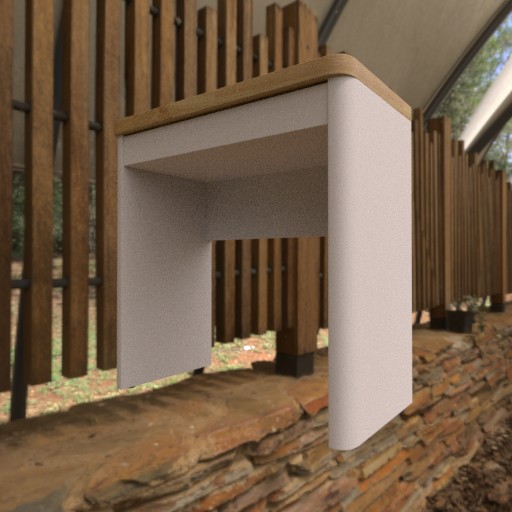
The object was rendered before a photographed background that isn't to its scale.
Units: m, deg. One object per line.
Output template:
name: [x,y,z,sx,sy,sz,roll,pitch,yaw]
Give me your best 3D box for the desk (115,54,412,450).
desk: [0.000,0.000,1.257,0.760,0.790,0.440,0,-1,37]
